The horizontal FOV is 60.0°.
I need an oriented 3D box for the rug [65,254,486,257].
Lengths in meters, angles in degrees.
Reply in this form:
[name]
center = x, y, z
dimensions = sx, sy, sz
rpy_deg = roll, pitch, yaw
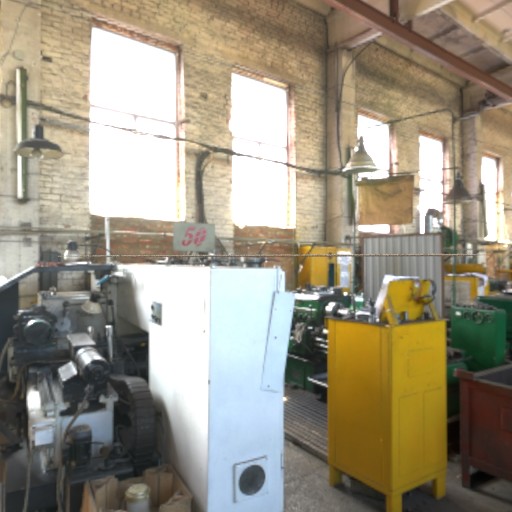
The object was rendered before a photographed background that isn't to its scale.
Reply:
[rug]
center = 0.000, 0.000, 2.744
dimensions = 2.464, 0.005, 0.660
rpy_deg = 0, -1, 18
